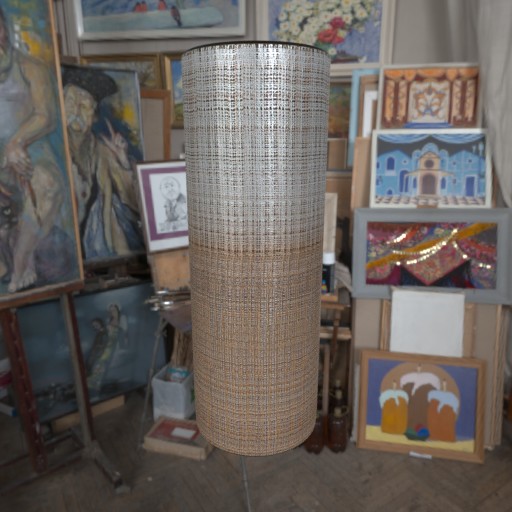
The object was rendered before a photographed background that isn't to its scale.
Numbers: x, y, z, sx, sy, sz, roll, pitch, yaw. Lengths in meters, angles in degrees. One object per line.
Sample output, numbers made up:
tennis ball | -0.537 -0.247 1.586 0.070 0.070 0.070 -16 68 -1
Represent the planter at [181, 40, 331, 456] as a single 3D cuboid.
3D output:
planter | 0.000 0.000 0.332 0.099 0.278 0.099 -7 16 -25
